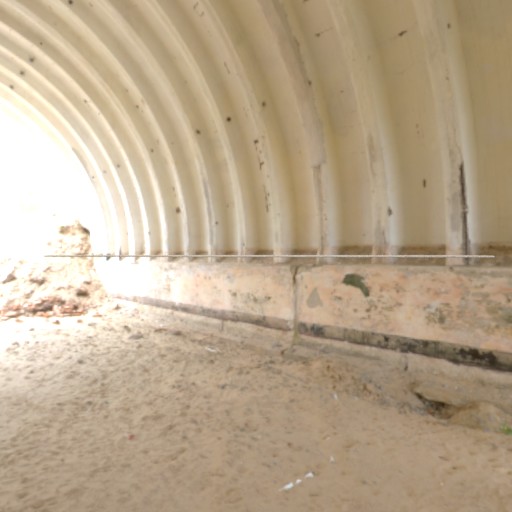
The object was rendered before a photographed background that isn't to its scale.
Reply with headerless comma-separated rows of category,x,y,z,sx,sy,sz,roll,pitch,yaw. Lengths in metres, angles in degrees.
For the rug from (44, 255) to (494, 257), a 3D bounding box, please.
rug,0.000,0.000,2.676,2.435,0.009,0.750,0,0,16
